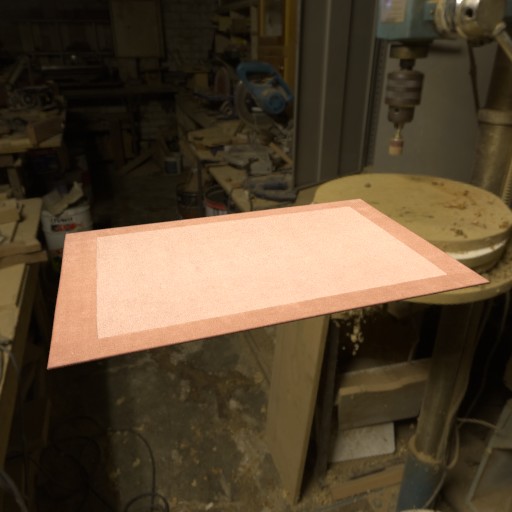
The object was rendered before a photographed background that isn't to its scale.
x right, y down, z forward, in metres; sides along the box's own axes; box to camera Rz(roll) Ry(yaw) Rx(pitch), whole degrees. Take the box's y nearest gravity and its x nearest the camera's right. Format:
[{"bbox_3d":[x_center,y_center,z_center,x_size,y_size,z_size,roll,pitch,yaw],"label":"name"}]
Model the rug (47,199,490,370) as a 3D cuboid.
[{"bbox_3d":[0.000,0.000,2.942,2.438,0.014,1.524,-8,28,-16],"label":"rug"}]
